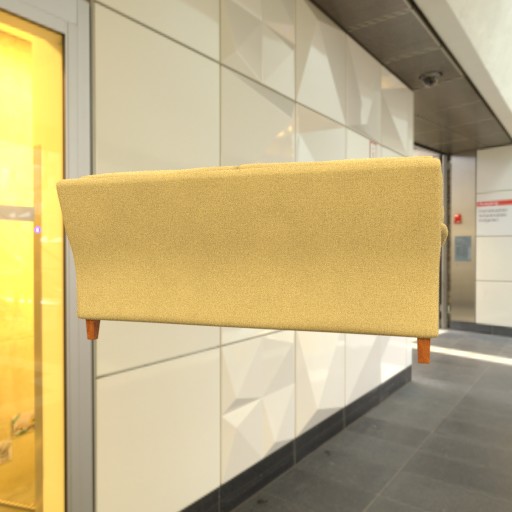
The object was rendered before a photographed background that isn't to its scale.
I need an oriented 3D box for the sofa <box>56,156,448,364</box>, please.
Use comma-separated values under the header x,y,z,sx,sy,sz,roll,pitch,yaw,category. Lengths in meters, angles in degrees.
x,y,z,sx,sy,sz,roll,pitch,yaw,category
0.000,0.000,2.672,2.070,0.997,1.091,0,1,17,sofa
